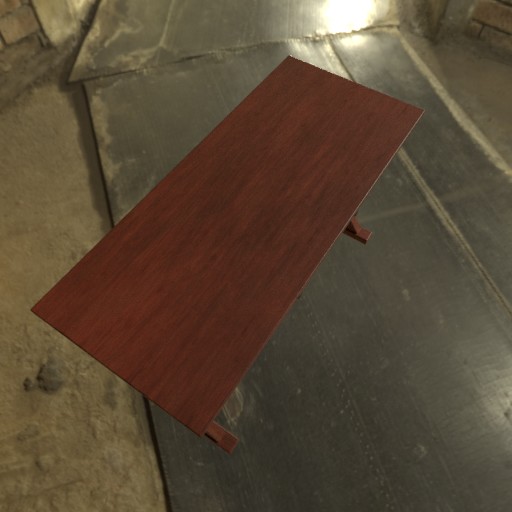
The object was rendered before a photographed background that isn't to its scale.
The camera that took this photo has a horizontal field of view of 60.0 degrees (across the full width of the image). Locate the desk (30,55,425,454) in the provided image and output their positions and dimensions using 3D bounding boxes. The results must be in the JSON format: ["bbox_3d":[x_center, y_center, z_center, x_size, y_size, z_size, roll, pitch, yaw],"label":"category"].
[{"bbox_3d":[0.000,0.000,1.767,0.600,0.761,1.372,30,63,17],"label":"desk"}]
